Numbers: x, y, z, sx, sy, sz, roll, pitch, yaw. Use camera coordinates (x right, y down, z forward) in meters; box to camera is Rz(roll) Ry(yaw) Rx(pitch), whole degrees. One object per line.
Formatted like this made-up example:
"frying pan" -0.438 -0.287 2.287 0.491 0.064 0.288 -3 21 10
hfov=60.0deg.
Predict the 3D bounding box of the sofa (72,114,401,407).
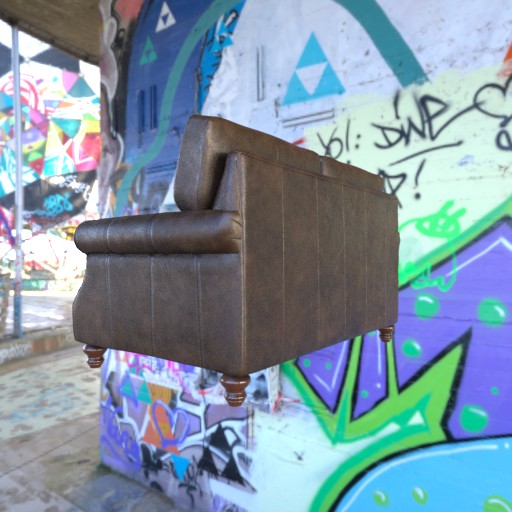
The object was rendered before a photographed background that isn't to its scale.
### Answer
"sofa" 0.000 0.000 2.252 0.990 0.976 1.616 0 0 37
